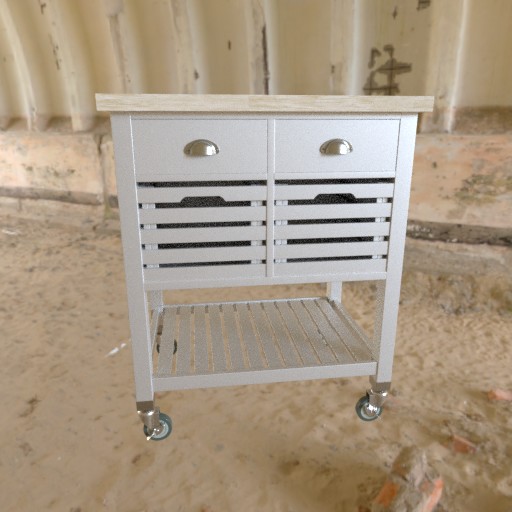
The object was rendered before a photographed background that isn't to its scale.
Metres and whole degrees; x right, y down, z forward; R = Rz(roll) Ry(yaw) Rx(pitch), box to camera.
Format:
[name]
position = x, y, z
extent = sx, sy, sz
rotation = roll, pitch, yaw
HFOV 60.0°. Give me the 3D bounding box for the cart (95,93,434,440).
[cart]
position = 0.000, 0.000, 1.380
extent = 0.762, 0.914, 0.559
rotation = -2, 17, -7
